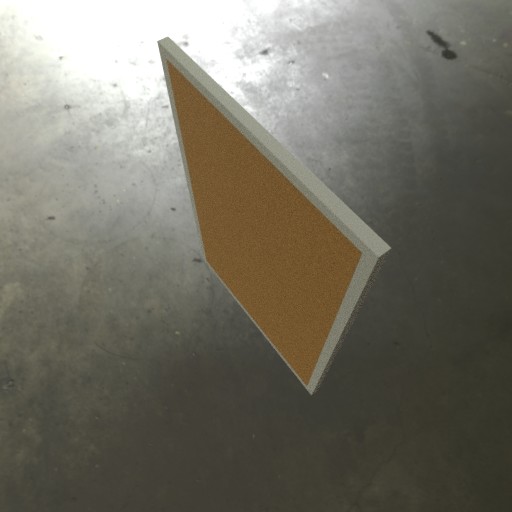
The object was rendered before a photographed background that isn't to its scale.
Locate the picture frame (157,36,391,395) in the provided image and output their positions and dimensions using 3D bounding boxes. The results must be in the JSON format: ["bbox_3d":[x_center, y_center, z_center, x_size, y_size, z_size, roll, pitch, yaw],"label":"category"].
[{"bbox_3d":[0.000,0.000,0.563,0.013,0.434,0.305,-33,65,-17],"label":"picture frame"}]
